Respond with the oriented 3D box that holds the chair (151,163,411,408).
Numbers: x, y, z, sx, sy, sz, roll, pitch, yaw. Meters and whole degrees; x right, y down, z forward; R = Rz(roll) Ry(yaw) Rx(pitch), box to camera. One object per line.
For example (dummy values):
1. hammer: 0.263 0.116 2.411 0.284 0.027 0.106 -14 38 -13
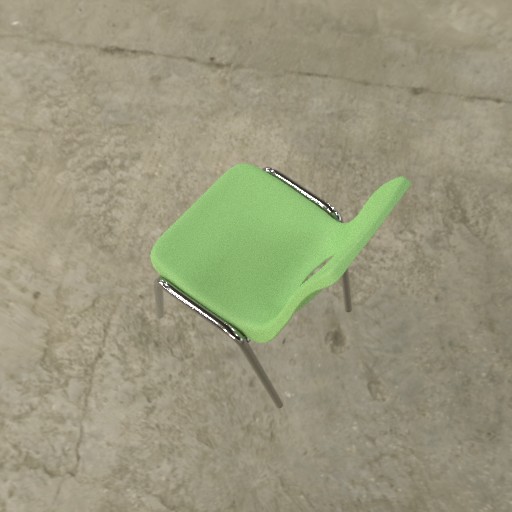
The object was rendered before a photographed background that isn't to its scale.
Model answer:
1. chair: 0.000 0.000 0.972 0.436 0.704 0.381 35 68 16
